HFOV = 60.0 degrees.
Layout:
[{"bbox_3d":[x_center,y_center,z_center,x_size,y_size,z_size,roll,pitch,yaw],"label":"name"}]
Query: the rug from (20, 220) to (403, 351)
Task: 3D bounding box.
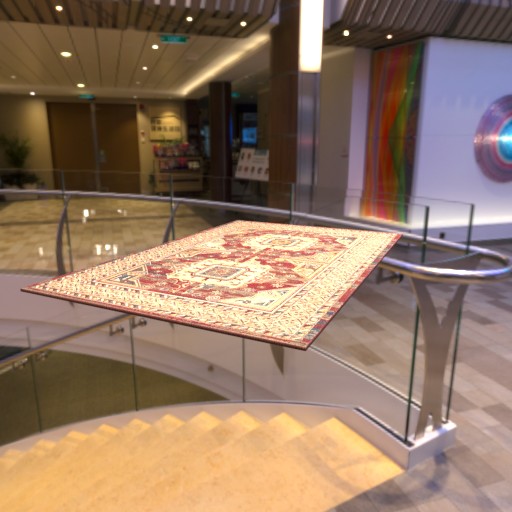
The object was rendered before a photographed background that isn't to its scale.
[{"bbox_3d":[0.000,0.000,5.796,3.033,0.033,4.578,7,16,25],"label":"rug"}]
